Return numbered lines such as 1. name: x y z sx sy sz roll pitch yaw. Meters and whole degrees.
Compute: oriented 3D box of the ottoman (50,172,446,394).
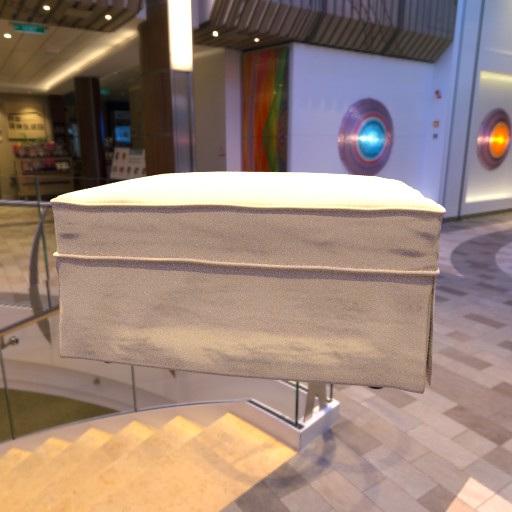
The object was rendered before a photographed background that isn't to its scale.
1. ottoman: 0.000 0.000 1.321 0.944 0.479 0.703 3 15 10
